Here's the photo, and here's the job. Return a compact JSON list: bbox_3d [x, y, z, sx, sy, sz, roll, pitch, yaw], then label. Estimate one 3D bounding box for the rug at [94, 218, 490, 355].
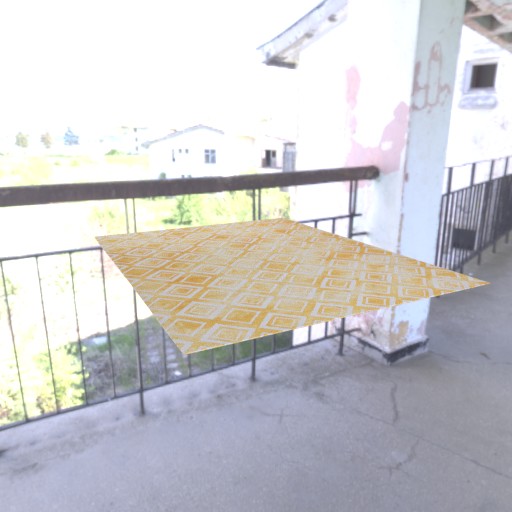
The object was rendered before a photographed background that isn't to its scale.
[{"bbox_3d":[0.000,0.000,4.126,2.433,0.011,3.037,-8,17,-27],"label":"rug"}]
